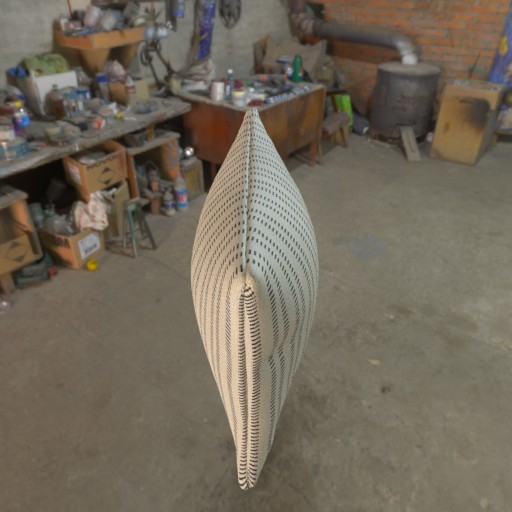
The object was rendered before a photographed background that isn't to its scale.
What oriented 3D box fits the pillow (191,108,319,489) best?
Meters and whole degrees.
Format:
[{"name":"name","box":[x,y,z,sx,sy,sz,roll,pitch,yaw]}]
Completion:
[{"name":"pillow","box":[0.000,0.000,0.773,0.210,0.353,0.640,0,32,0]}]
